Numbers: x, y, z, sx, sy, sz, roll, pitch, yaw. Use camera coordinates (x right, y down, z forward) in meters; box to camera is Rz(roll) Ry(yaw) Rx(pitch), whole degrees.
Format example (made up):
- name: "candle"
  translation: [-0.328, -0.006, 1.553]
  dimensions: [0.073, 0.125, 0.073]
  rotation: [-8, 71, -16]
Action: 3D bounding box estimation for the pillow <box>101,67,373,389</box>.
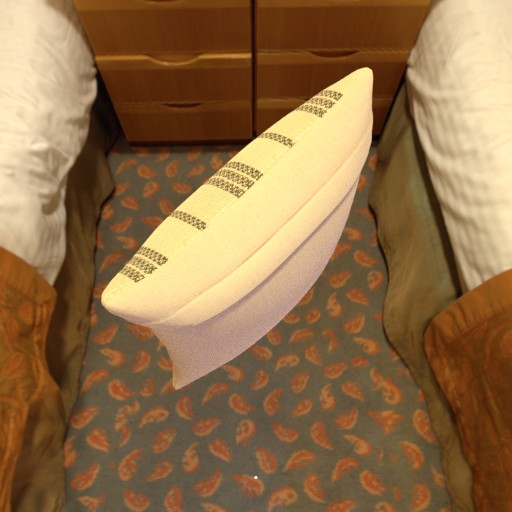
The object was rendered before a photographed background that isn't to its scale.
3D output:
- name: "pillow"
  translation: [0.000, 0.000, 0.634]
  dimensions: [0.173, 0.406, 0.405]
  rotation: [39, 70, 17]
